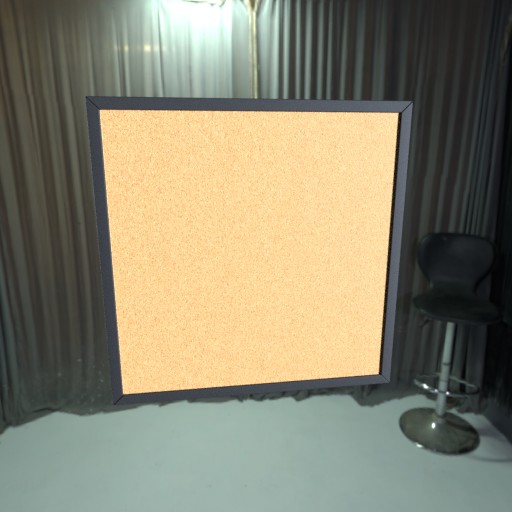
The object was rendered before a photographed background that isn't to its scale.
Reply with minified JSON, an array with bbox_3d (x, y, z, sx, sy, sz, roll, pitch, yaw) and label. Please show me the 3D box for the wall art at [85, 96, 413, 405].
[{"bbox_3d":[0.000,0.000,0.760,0.508,0.508,0.037,-2,15,-8],"label":"wall art"}]
